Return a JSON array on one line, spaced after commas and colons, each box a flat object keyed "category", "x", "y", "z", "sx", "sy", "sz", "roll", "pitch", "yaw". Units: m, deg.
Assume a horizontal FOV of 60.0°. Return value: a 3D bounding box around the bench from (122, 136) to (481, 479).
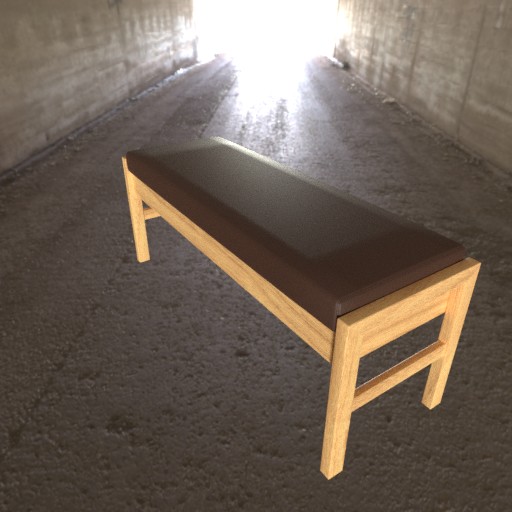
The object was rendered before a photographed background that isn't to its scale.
[{"category": "bench", "x": 0.000, "y": 0.000, "z": 1.423, "sx": 0.405, "sy": 0.480, "sz": 1.200, "roll": -18, "pitch": 35, "yaw": -29}]
